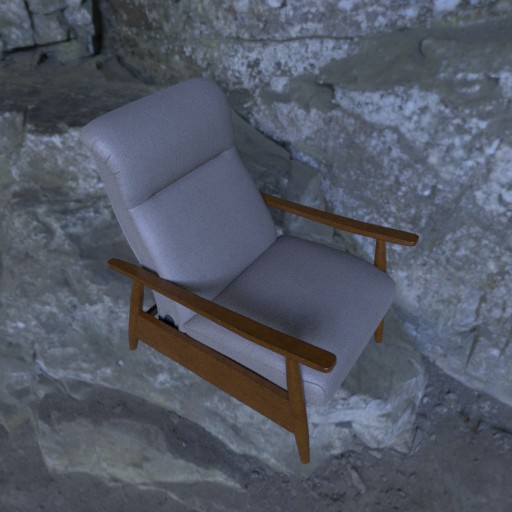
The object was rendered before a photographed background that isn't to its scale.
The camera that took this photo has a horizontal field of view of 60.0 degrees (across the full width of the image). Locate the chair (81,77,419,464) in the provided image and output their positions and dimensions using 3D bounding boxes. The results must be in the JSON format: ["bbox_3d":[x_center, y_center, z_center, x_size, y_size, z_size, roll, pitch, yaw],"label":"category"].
[{"bbox_3d":[0.000,0.000,1.763,1.032,1.082,0.762,24,46,26],"label":"chair"}]
